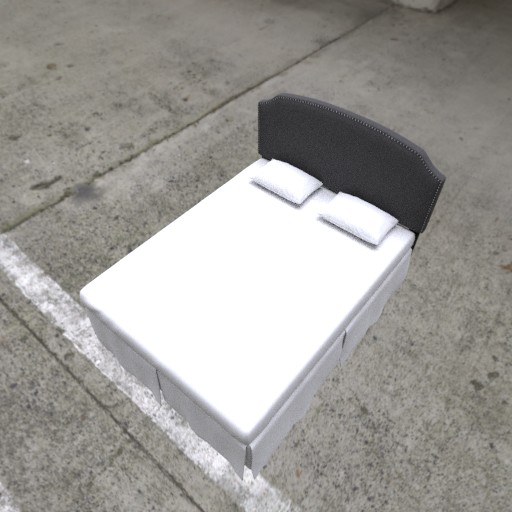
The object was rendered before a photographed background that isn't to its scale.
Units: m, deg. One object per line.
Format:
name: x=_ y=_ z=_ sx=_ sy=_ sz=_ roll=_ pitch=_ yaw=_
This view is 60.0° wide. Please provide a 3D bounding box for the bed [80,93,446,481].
bed: x=0.000 y=0.000 z=2.981 sx=1.558 sy=1.270 sz=1.999 roll=32 pitch=56 yaw=25
